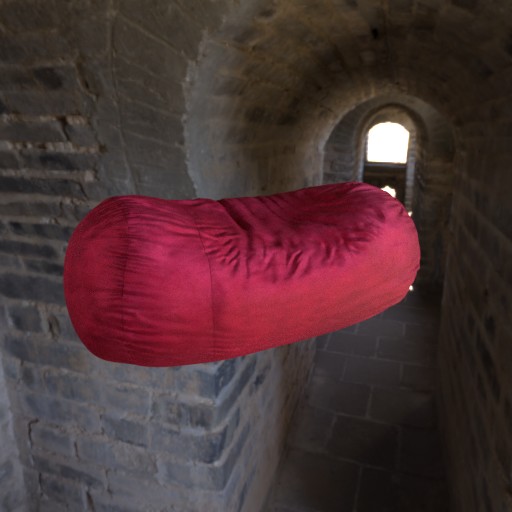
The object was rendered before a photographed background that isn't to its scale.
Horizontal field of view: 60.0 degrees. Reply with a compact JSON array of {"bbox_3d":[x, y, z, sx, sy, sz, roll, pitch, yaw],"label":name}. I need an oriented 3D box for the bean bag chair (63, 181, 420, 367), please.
[{"bbox_3d":[0.000,0.000,2.842,2.293,0.867,1.216,-8,17,-27],"label":"bean bag chair"}]
